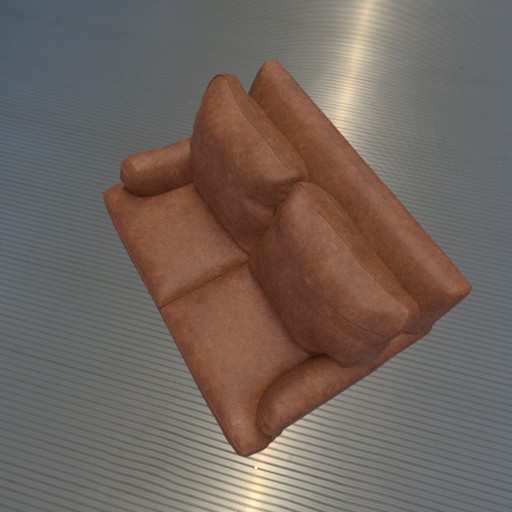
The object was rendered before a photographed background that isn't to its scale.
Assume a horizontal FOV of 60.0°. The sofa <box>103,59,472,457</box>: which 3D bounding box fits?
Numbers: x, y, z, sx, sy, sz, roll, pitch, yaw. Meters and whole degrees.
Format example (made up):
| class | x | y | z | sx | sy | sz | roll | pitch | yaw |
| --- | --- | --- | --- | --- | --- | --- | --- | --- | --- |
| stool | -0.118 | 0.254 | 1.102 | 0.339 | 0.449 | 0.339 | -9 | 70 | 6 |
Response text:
| class | x | y | z | sx | sy | sz | roll | pitch | yaw |
| --- | --- | --- | --- | --- | --- | --- | --- | --- | --- |
| sofa | 0.000 | 0.000 | 2.173 | 1.077 | 1.004 | 1.527 | -28 | 68 | -13 |
